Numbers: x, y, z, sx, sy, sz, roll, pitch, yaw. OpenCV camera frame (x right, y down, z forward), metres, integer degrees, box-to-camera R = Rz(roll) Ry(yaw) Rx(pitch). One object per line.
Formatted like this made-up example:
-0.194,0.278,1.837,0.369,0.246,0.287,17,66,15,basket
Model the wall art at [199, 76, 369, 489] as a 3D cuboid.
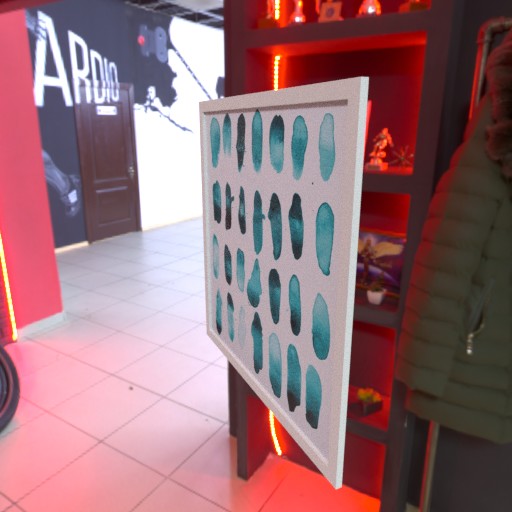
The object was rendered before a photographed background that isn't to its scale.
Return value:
0.000,0.000,0.662,0.009,0.457,0.456,-8,18,-25,wall art
